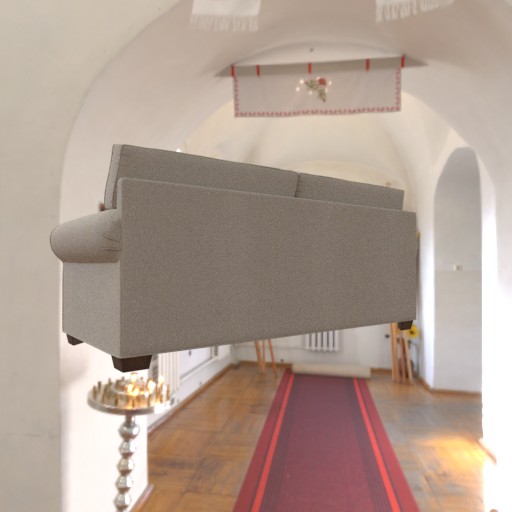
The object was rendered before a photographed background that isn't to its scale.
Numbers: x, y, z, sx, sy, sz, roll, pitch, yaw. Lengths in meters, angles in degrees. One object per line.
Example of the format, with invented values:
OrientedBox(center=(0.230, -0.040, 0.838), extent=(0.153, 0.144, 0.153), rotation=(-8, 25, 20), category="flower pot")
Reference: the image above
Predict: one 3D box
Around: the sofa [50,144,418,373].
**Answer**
OrientedBox(center=(0.000, 0.000, 2.688), extent=(2.146, 0.962, 0.901), rotation=(1, -1, -37), category="sofa")
